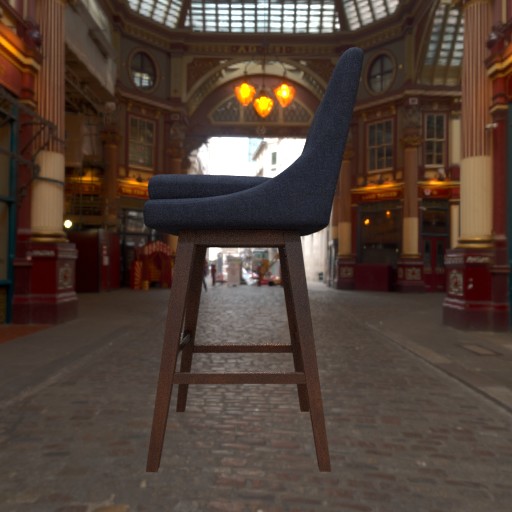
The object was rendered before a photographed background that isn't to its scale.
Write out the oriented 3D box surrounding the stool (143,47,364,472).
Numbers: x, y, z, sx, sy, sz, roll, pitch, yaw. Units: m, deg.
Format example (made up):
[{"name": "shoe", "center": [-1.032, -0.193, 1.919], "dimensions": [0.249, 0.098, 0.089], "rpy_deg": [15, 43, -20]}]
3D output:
[{"name": "stool", "center": [0.000, 0.000, 1.328], "dimensions": [0.572, 1.068, 0.489], "rpy_deg": [0, 0, 0]}]
